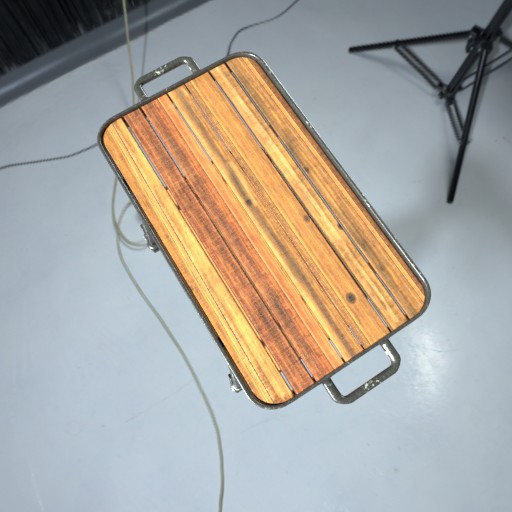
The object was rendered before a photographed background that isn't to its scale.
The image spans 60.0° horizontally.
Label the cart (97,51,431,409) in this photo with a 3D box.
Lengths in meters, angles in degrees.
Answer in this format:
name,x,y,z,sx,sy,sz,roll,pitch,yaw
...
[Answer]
name,x,y,z,sx,sy,sz,roll,pitch,yaw
cart,0.000,0.000,1.228,0.515,0.700,0.806,-31,77,-8
